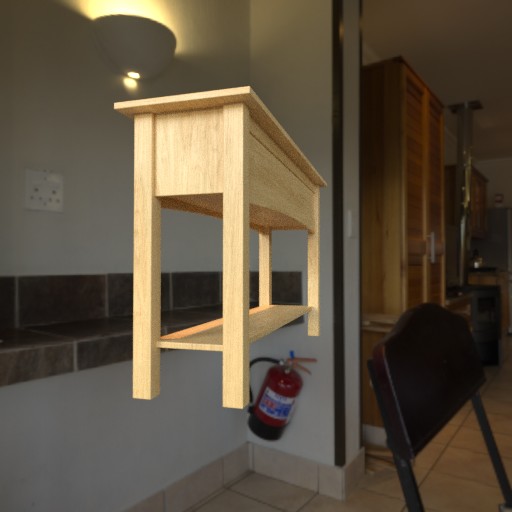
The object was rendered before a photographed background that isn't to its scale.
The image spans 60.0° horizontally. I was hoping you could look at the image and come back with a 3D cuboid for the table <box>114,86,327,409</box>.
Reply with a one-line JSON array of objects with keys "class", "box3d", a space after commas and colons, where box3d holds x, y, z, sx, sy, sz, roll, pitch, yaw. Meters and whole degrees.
[{"class": "table", "box3d": [0.000, 0.000, 1.619, 0.350, 0.730, 1.240, 0, -1, 17]}]
